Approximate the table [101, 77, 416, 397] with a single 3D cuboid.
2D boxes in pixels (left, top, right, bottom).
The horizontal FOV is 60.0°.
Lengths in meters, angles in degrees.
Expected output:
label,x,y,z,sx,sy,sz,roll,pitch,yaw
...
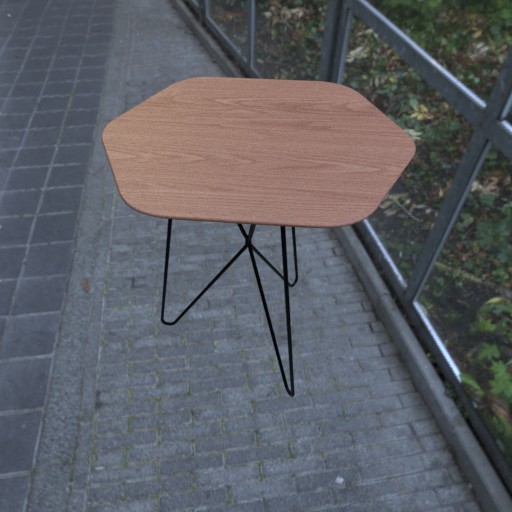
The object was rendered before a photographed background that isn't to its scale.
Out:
label,x,y,z,sx,sy,sz,roll,pitch,yaw
table,0.000,0.000,0.912,0.500,0.562,0.400,4,47,3
